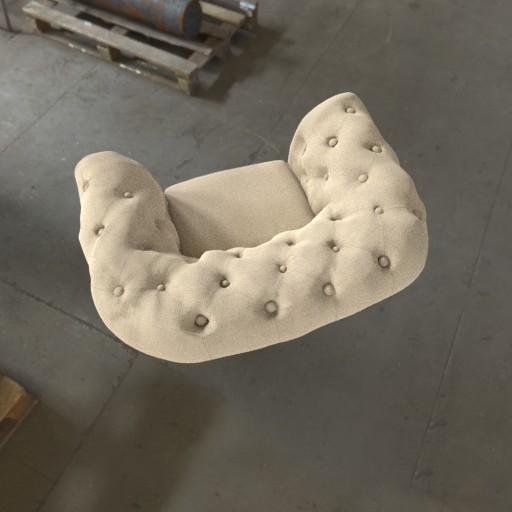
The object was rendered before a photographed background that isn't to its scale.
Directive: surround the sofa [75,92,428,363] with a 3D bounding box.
[{"bbox_3d":[0.000,0.000,2.097,1.405,0.878,1.034,-16,61,-9],"label":"sofa"}]
